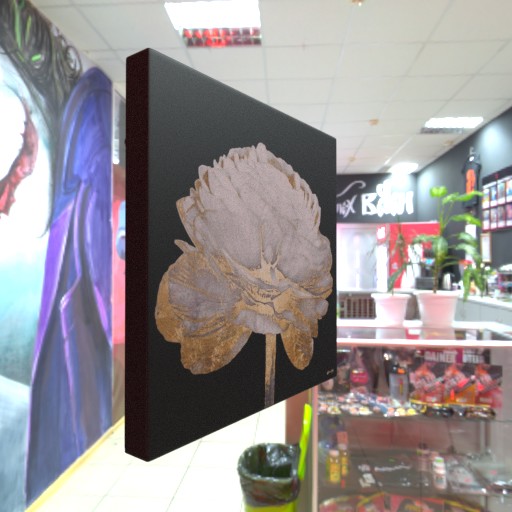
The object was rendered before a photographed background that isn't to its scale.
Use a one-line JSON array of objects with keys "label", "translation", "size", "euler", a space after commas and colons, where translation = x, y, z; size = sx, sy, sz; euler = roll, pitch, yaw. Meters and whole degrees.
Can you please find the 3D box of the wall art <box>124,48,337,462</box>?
[{"label": "wall art", "translation": [0.000, 0.000, 0.605], "size": [0.041, 0.407, 0.406], "euler": [-1, -1, 37]}]
